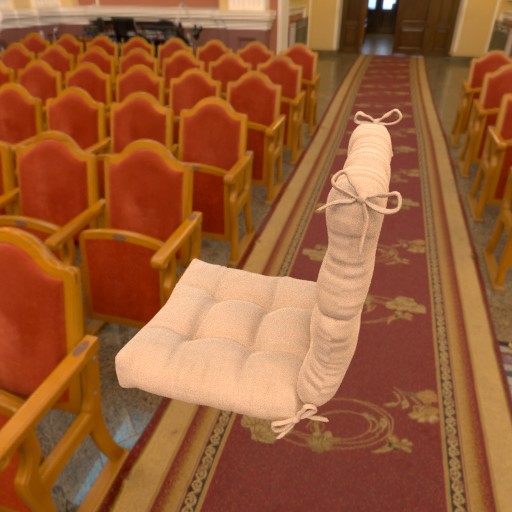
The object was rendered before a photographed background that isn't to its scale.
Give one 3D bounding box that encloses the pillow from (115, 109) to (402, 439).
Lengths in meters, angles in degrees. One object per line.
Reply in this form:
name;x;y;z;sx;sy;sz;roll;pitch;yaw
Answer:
pillow;0.000;0.000;1.034;0.571;0.605;0.519;8;32;14
